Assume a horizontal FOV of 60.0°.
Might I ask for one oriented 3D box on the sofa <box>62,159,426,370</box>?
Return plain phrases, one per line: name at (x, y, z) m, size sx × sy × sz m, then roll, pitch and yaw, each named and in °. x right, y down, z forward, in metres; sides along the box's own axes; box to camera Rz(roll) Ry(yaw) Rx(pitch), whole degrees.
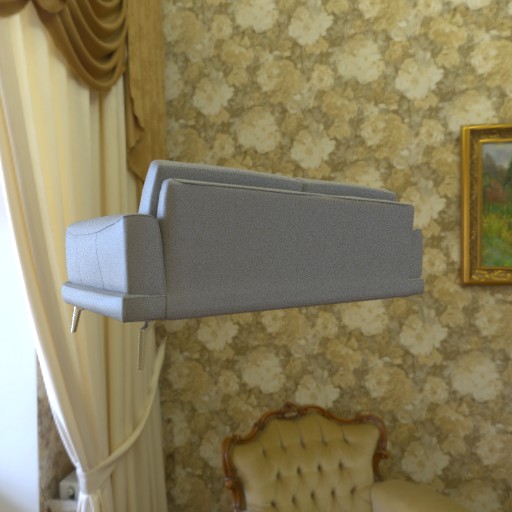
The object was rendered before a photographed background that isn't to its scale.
sofa at (0.000, 0.000, 2.855) m, size 2.177 × 0.930 × 1.121 m, roll 0°, pitch 1°, yaw -36°
